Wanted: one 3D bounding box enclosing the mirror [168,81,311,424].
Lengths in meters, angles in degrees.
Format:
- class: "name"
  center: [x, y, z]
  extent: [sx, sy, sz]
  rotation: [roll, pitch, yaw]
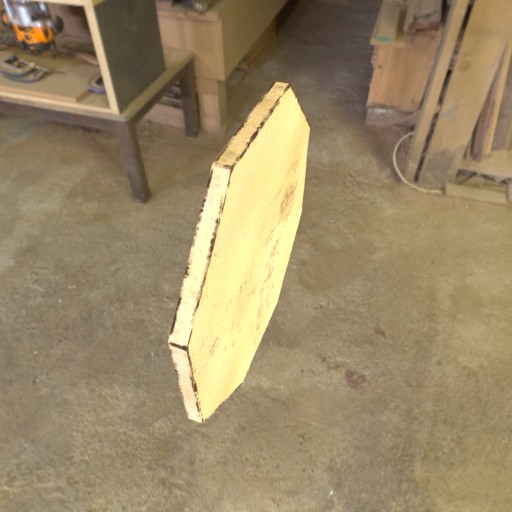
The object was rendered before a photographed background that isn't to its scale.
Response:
- class: "mirror"
  center: [0.000, 0.000, 0.947]
  extent: [0.031, 0.648, 0.648]
  rotation: [16, 49, 14]
